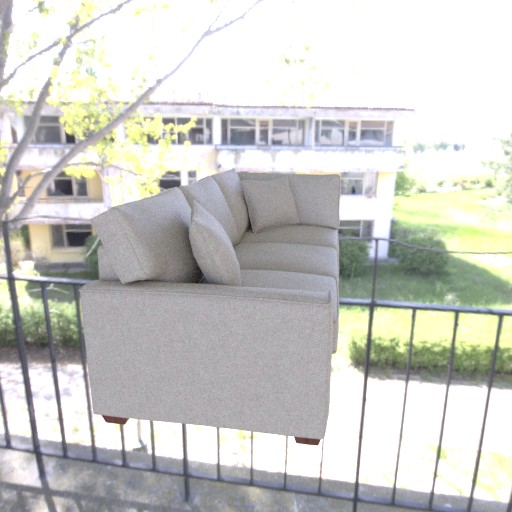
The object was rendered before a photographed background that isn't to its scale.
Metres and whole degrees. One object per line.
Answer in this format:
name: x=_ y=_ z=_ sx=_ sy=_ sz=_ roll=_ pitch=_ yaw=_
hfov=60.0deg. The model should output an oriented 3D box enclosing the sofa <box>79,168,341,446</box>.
sofa: x=0.000 y=0.000 z=2.810 sx=1.061 sy=0.962 sz=2.317 roll=3 pitch=15 yaw=9
